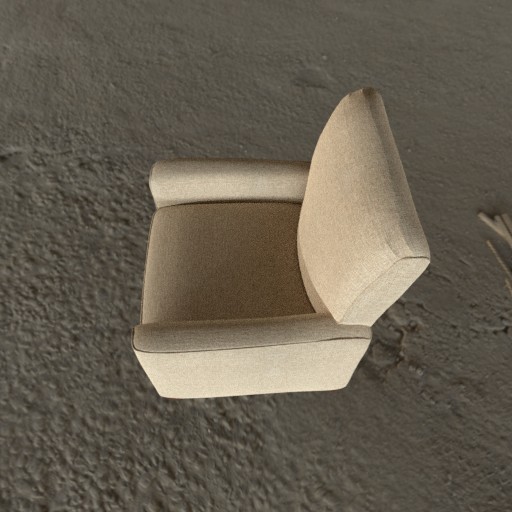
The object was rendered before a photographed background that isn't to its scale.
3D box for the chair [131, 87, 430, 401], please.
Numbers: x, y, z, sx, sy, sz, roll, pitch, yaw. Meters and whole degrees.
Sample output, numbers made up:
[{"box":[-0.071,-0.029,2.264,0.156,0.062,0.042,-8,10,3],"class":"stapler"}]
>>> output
[{"box":[0.000,0.000,1.654,0.858,1.028,0.841,-2,56,-2],"class":"chair"}]
